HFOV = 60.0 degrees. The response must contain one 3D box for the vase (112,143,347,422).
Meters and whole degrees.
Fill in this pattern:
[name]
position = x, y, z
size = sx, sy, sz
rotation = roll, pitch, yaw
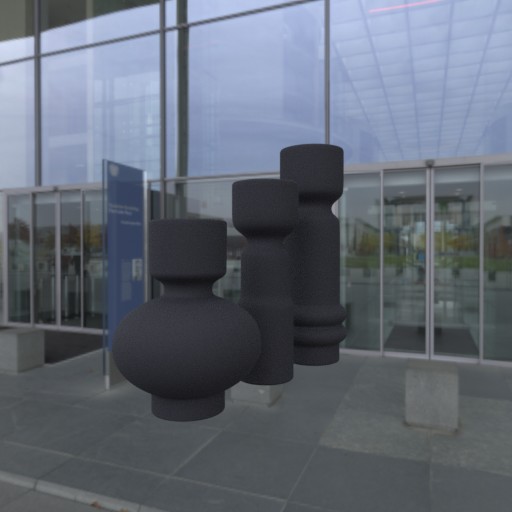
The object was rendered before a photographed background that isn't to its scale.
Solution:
[vase]
position = 0.000, 0.000, 0.438
size = 0.120, 0.249, 0.307
rotation = 0, 1, 36
